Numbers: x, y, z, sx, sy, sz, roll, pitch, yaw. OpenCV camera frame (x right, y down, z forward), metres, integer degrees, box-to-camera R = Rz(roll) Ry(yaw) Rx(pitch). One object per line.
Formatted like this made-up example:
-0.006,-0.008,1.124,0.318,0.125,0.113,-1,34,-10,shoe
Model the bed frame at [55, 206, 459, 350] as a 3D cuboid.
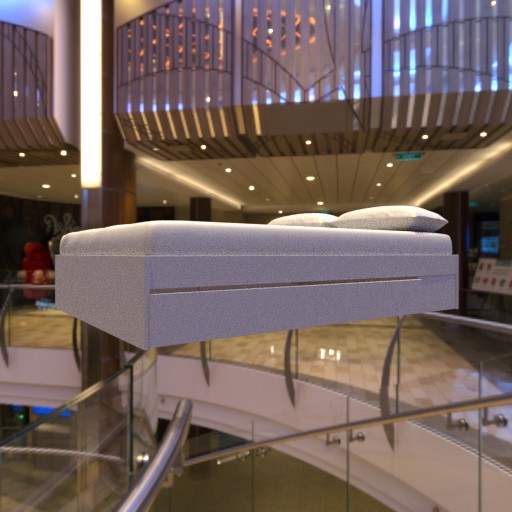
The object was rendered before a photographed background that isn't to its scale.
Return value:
0.000,0.000,2.653,1.950,0.629,1.450,0,0,-35,bed frame
